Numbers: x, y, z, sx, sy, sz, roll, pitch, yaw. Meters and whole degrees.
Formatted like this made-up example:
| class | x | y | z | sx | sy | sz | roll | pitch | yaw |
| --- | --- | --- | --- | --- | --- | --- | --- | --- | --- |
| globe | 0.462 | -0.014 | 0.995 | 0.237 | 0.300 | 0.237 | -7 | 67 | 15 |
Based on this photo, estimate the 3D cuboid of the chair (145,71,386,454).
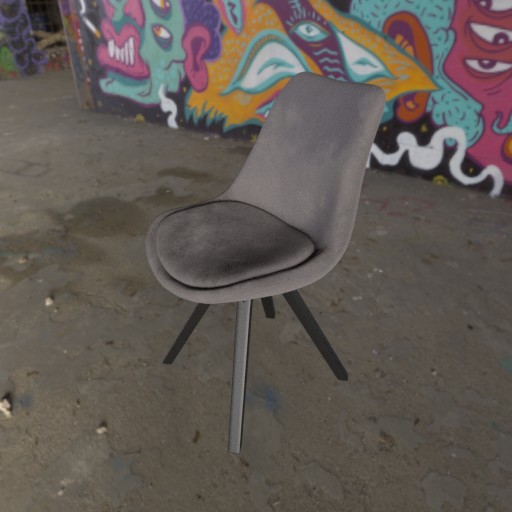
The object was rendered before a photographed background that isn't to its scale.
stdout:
| class | x | y | z | sx | sy | sz | roll | pitch | yaw |
| --- | --- | --- | --- | --- | --- | --- | --- | --- | --- |
| chair | 0.000 | 0.000 | 1.189 | 0.550 | 0.850 | 0.476 | -21 | 37 | -30 |
